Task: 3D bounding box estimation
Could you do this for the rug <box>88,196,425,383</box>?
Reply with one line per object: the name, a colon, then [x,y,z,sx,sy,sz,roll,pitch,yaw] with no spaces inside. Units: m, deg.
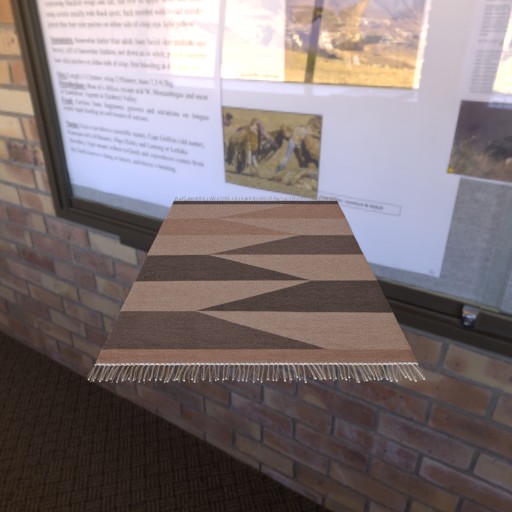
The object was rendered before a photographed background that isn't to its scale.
rug: [0.000,0.000,2.489,1.224,0.027,2.021,0,27,0]
